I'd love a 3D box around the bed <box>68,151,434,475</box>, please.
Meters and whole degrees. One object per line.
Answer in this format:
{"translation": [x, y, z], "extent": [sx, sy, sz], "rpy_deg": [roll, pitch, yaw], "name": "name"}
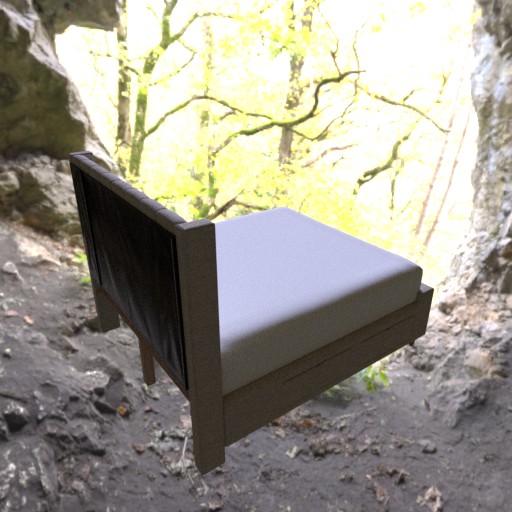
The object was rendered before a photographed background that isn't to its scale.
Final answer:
{"translation": [0.000, 0.000, 3.867], "extent": [2.372, 1.748, 2.044], "rpy_deg": [-17, 31, -32], "name": "bed"}
